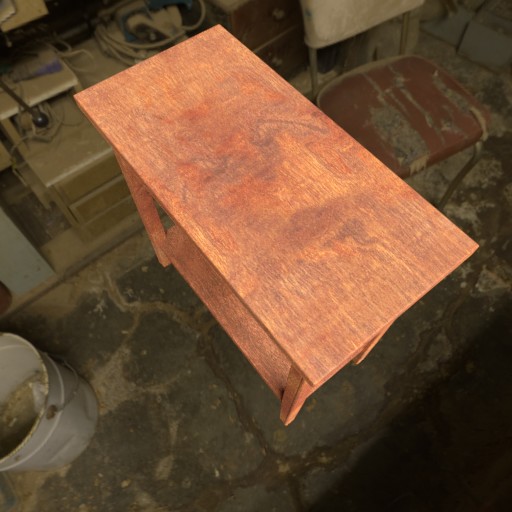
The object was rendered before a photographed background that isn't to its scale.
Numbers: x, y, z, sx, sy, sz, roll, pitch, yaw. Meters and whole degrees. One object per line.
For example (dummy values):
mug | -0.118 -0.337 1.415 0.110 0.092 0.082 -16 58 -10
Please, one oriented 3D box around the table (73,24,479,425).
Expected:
table | 0.000 0.000 0.946 0.305 0.610 0.610 -35 67 -17
